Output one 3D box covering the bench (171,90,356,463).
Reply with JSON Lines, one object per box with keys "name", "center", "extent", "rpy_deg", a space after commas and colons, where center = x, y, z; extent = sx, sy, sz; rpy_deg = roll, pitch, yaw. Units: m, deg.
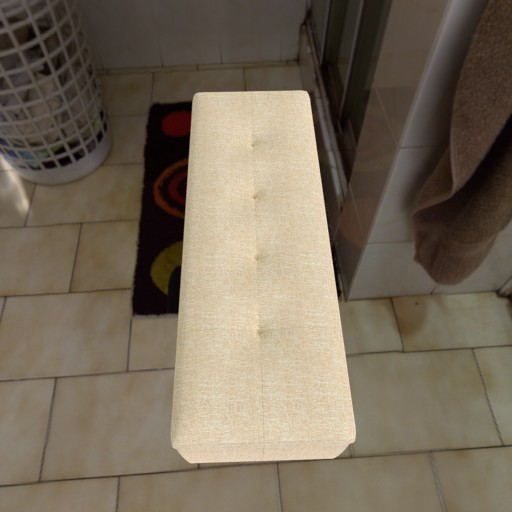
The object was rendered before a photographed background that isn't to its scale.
{"name": "bench", "center": [0.000, 0.000, 1.468], "extent": [0.432, 0.406, 1.219], "rpy_deg": [-1, 59, -1]}
